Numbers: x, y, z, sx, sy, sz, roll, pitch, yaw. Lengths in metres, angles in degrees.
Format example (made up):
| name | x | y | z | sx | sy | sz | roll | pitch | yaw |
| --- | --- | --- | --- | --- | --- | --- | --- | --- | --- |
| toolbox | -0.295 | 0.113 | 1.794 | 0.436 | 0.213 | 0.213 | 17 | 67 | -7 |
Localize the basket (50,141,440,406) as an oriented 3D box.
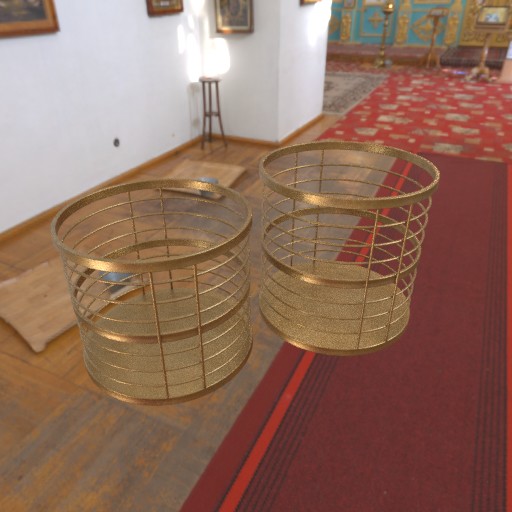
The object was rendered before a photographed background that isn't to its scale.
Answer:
| name | x | y | z | sx | sy | sz | roll | pitch | yaw |
| --- | --- | --- | --- | --- | --- | --- | --- | --- | --- |
| basket | 0.000 | 0.000 | 0.929 | 0.746 | 0.351 | 0.356 | -10 | 32 | -17 |
